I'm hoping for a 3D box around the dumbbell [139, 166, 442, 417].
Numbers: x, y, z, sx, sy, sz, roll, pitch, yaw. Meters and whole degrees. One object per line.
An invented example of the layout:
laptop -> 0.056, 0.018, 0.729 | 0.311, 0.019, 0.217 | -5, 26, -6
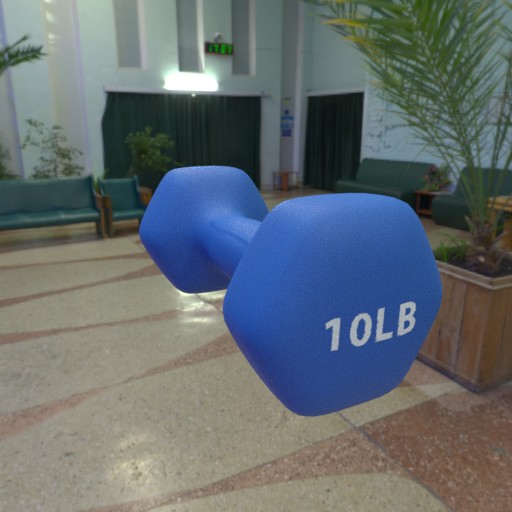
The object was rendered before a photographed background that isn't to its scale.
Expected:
dumbbell -> 0.000, 0.000, 0.264 | 0.103, 0.093, 0.212 | -7, 18, -24
